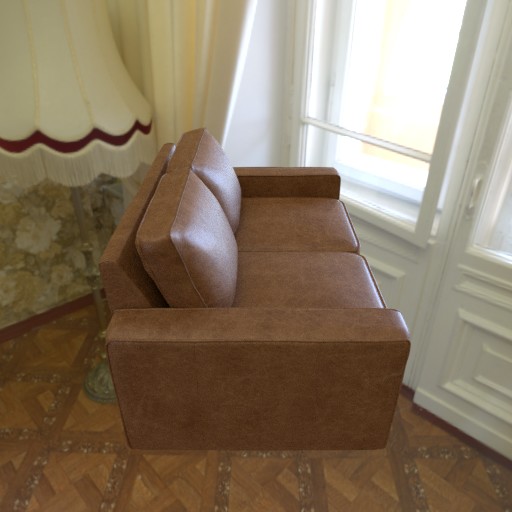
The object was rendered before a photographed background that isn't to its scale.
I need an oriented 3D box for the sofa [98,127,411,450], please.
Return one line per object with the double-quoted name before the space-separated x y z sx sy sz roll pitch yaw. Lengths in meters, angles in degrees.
"sofa" 0.000 0.000 2.090 1.020 0.896 1.532 0 32 0
